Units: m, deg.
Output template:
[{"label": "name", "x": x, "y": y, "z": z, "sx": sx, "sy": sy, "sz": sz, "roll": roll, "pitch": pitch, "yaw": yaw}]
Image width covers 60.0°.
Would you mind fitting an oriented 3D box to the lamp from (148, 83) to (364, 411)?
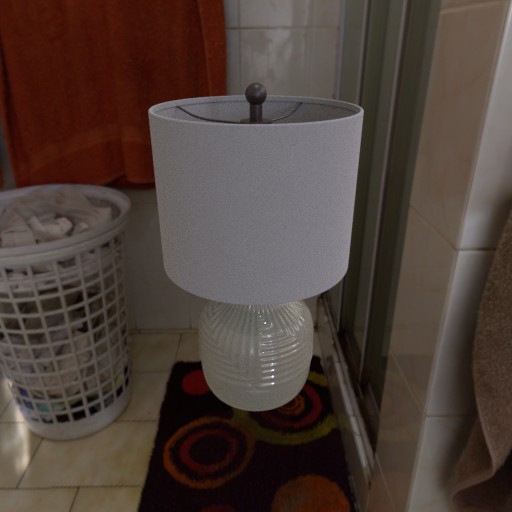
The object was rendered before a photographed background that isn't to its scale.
[{"label": "lamp", "x": 0.000, "y": 0.000, "z": 0.777, "sx": 0.318, "sy": 0.567, "sz": 0.318, "roll": 0, "pitch": 26, "yaw": 0}]
